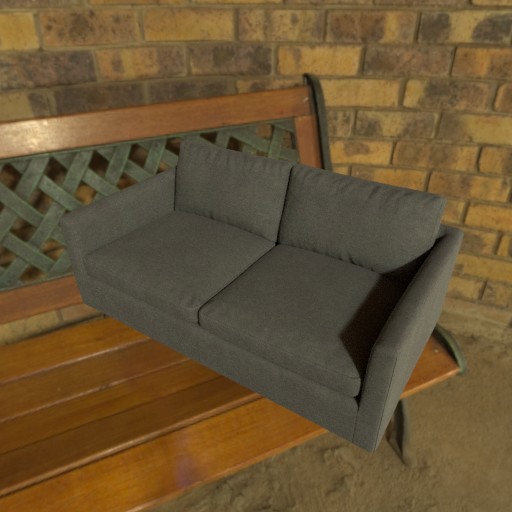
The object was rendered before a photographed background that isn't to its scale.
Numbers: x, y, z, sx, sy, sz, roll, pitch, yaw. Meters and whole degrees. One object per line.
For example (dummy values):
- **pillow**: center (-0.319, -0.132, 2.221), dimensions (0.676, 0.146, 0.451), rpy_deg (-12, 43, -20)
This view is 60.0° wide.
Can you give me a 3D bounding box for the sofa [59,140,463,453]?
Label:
- **sofa**: center (0.000, 0.000, 2.480), dimensions (1.909, 0.845, 1.091), rpy_deg (19, 36, 28)
